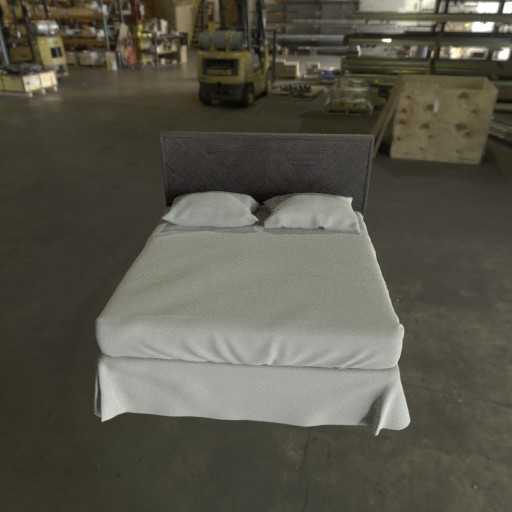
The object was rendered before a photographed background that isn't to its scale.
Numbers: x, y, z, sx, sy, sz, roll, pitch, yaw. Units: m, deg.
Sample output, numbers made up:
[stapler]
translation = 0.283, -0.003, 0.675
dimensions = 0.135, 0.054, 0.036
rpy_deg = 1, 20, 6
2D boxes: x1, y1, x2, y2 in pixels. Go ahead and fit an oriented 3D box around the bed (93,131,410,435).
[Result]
[bed]
translation = 0.000, 0.000, 2.842
dimensions = 1.772, 1.142, 1.785
rpy_deg = 2, 29, 4
